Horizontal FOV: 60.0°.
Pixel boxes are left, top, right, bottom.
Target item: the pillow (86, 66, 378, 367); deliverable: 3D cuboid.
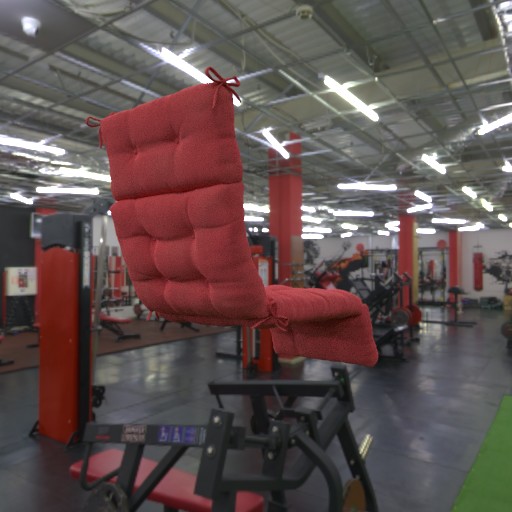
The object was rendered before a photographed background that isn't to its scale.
[{"bbox_3d":[0.000,0.000,1.545,0.526,0.863,1.016,-1,-2,37],"label":"pillow"}]
